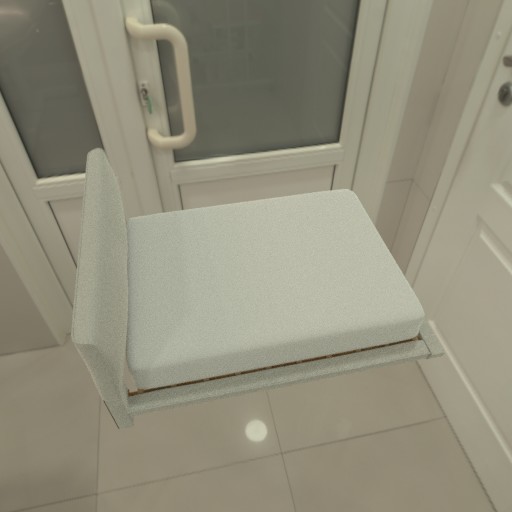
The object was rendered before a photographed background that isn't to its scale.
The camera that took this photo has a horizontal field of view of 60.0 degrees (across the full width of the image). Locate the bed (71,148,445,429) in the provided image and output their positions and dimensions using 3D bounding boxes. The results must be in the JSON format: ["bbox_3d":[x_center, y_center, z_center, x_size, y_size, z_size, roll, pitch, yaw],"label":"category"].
[{"bbox_3d":[0.000,0.000,3.372,2.368,1.067,1.840,-9,47,-8],"label":"bed"}]
